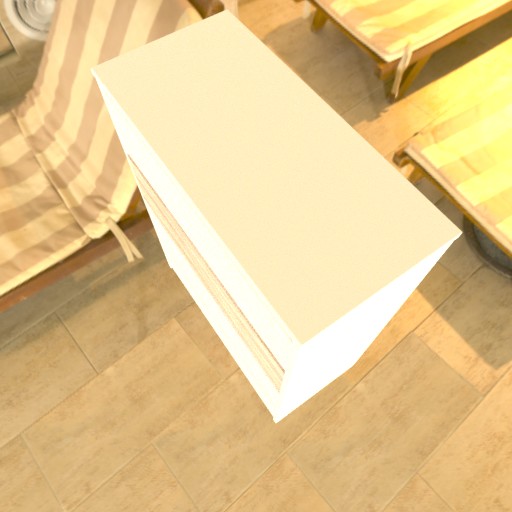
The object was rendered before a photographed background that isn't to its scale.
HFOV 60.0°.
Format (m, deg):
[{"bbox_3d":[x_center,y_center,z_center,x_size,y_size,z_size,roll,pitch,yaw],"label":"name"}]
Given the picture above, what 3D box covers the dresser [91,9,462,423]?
[{"bbox_3d":[0.000,0.000,1.387,0.380,1.040,0.800,-32,67,-15],"label":"dresser"}]
